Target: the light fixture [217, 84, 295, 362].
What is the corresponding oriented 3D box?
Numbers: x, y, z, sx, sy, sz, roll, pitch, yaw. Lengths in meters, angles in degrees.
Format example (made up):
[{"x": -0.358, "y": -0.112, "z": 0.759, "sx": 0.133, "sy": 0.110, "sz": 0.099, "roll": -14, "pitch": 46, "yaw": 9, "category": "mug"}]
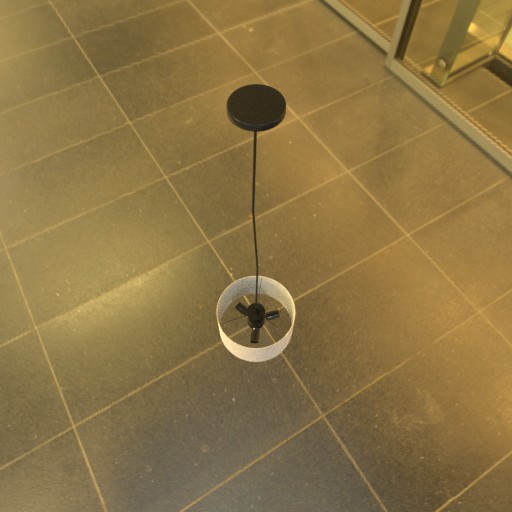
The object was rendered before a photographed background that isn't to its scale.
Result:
[{"x": 0.000, "y": 0.000, "z": 1.771, "sx": 0.399, "sy": 1.516, "sz": 0.399, "roll": 0, "pitch": 60, "yaw": 0, "category": "light fixture"}]
